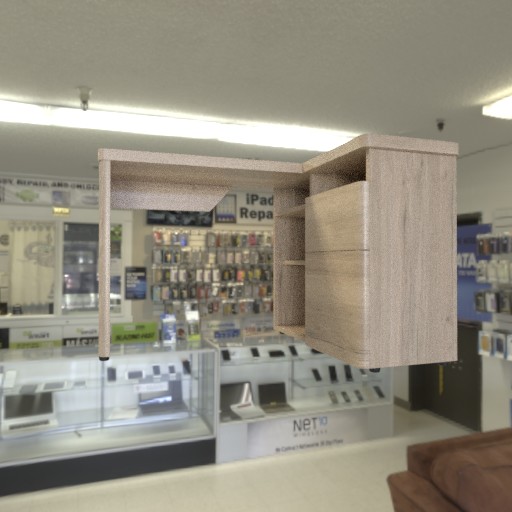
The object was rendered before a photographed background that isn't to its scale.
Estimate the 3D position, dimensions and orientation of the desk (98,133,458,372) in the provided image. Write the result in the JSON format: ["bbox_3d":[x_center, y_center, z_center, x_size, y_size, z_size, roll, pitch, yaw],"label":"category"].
[{"bbox_3d":[0.000,0.000,1.735,1.169,0.760,0.900,0,-1,-19],"label":"desk"}]
